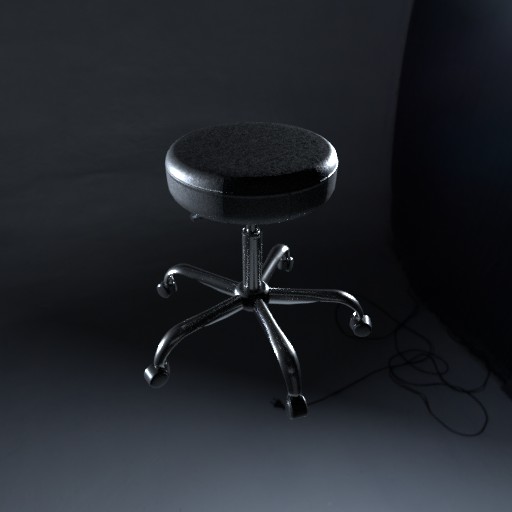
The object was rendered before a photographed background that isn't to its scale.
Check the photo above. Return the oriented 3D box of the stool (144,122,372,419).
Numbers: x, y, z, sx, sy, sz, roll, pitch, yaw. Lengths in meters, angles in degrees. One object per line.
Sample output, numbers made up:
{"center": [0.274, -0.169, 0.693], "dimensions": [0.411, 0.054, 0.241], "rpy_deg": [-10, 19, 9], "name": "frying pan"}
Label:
{"center": [0.000, 0.000, 1.166], "dimensions": [0.673, 0.576, 0.638], "rpy_deg": [-11, 35, -16], "name": "stool"}
